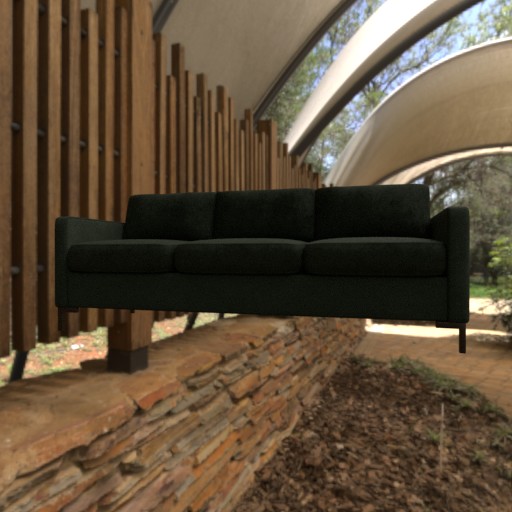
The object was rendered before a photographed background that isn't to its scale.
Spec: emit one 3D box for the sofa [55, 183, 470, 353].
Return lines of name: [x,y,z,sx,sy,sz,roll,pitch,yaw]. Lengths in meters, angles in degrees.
sofa: [0.000,0.000,2.666,2.218,0.870,0.859,0,0,16]
